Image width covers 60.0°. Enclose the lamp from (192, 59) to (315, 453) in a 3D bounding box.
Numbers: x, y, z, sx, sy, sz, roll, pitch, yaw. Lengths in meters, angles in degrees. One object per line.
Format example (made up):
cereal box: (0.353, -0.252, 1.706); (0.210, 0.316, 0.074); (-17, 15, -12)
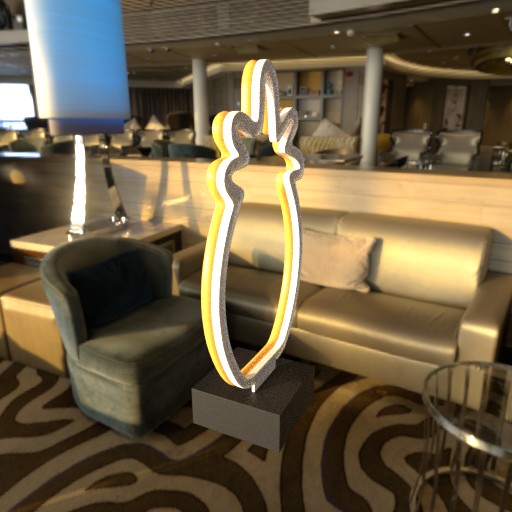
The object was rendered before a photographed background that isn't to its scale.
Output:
lamp: (0.000, 0.000, 0.390); (0.088, 0.317, 0.167); (8, 19, 25)
